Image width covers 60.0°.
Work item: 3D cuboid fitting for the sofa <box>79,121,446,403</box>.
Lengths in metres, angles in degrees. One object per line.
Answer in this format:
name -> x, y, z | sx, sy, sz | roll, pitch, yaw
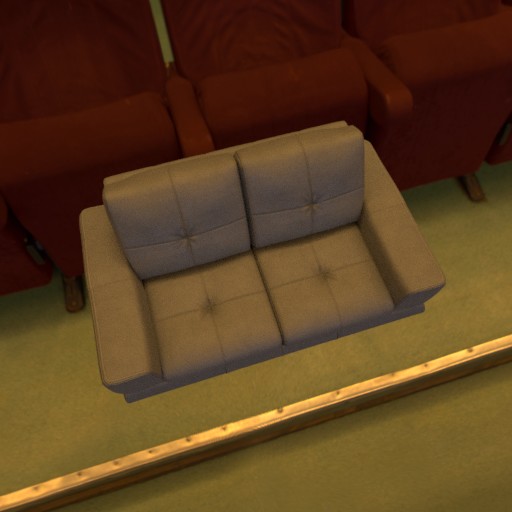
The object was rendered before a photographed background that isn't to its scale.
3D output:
sofa -> 0.000, 0.000, 2.435 | 1.806, 0.907, 1.018 | -15, 64, -8
